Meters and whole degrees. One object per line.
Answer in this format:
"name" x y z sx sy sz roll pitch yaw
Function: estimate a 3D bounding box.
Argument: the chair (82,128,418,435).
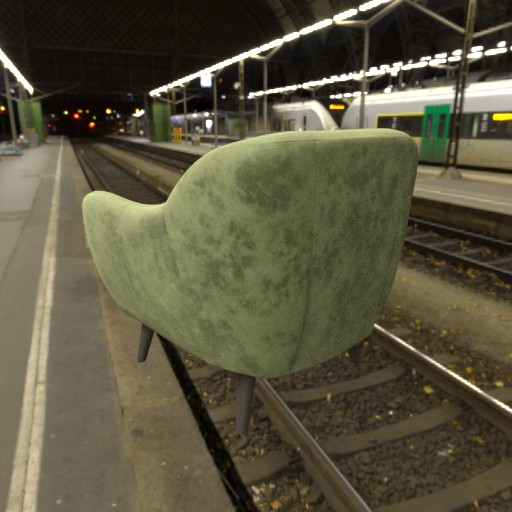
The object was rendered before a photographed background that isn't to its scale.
"chair" 0.000 0.000 1.453 0.840 0.804 0.819 -15 22 -42
